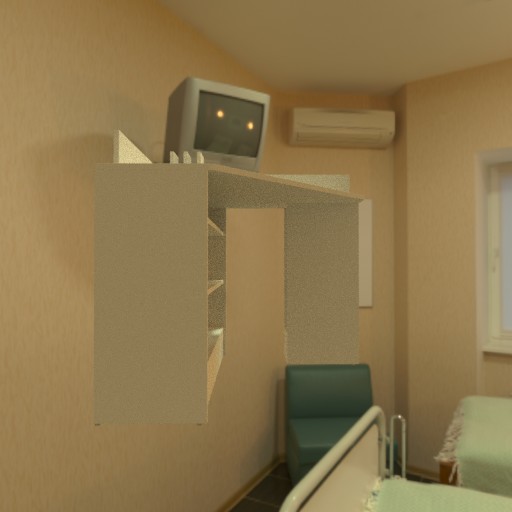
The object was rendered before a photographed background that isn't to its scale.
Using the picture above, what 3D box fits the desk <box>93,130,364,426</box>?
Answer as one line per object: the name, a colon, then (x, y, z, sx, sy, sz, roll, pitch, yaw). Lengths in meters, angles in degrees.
desk: (0.000, 0.000, 1.750, 0.940, 0.986, 0.940, 0, -1, 0)
